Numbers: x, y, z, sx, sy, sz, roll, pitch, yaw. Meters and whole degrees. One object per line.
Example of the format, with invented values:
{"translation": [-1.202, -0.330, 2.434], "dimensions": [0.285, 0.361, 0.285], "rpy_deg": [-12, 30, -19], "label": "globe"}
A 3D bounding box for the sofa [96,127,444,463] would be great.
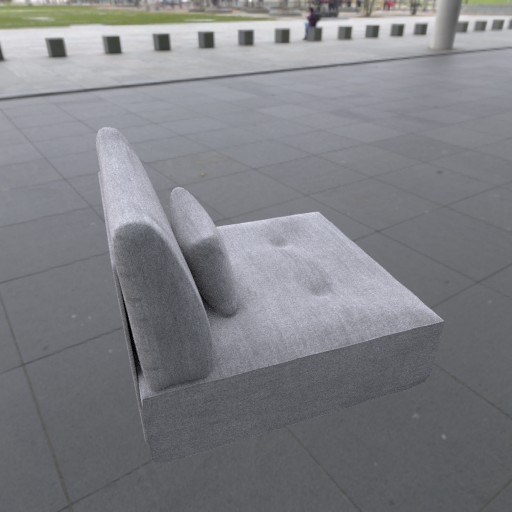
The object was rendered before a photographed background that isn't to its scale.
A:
{"translation": [0.000, 0.000, 1.647], "dimensions": [1.000, 0.820, 0.930], "rpy_deg": [-10, 32, -17], "label": "sofa"}
